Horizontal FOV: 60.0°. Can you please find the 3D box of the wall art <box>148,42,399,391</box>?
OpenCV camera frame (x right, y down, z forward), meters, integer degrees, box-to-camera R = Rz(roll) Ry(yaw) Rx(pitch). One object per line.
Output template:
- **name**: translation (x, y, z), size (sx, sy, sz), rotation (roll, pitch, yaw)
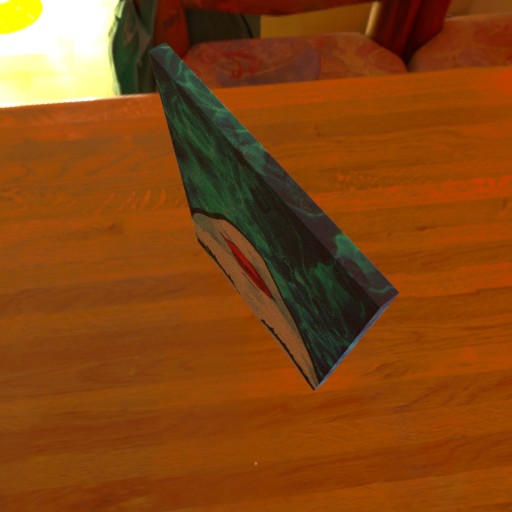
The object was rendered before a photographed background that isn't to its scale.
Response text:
- **wall art**: translation (0.000, 0.000, 1.050), size (0.038, 0.760, 0.609), rotation (-34, 69, -15)
